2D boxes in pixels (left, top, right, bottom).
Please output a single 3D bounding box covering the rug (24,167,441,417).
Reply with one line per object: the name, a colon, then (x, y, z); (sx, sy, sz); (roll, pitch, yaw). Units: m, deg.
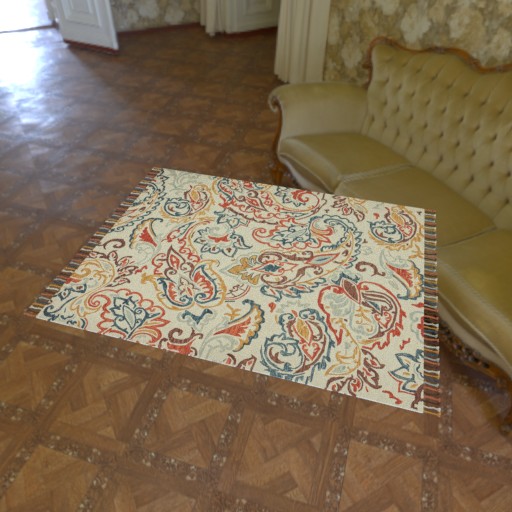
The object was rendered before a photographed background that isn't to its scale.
rug: (0.000, 0.000, 4.179); (3.274, 0.015, 2.439); (11, 43, 12)
